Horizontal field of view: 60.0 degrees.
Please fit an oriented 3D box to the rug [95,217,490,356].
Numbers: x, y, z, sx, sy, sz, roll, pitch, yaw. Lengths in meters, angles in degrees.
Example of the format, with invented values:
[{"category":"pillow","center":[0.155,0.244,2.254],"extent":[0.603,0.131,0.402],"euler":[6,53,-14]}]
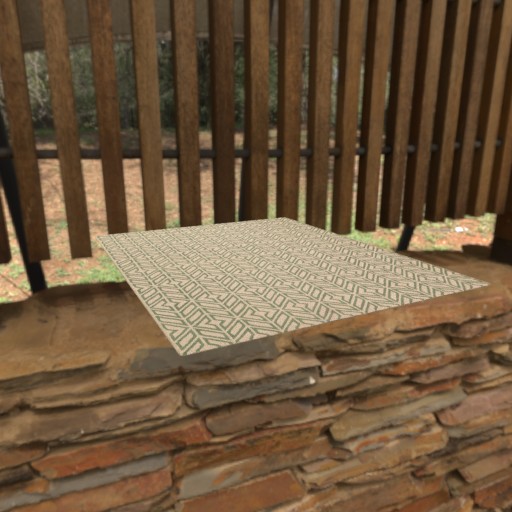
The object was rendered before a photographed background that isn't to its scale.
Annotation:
[{"category":"rug","center":[0.000,0.000,4.124],"extent":[2.441,0.017,3.050],"euler":[-8,17,-26]}]
